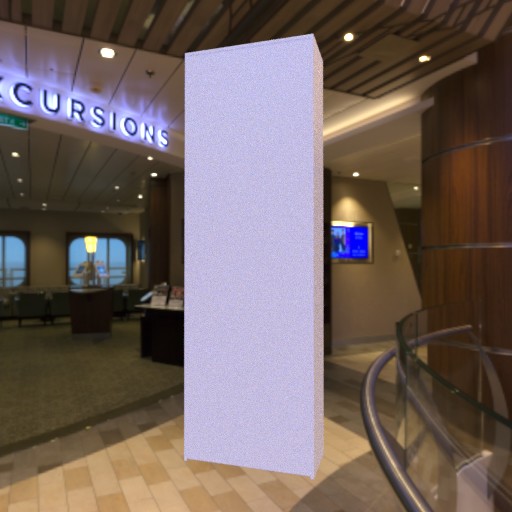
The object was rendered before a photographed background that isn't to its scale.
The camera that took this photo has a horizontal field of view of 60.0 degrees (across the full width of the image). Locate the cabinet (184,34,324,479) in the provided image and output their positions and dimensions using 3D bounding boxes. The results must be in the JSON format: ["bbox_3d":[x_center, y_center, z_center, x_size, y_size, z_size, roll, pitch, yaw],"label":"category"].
[{"bbox_3d":[0.000,0.000,1.819,0.520,1.630,0.255,0,-1,17],"label":"cabinet"}]
